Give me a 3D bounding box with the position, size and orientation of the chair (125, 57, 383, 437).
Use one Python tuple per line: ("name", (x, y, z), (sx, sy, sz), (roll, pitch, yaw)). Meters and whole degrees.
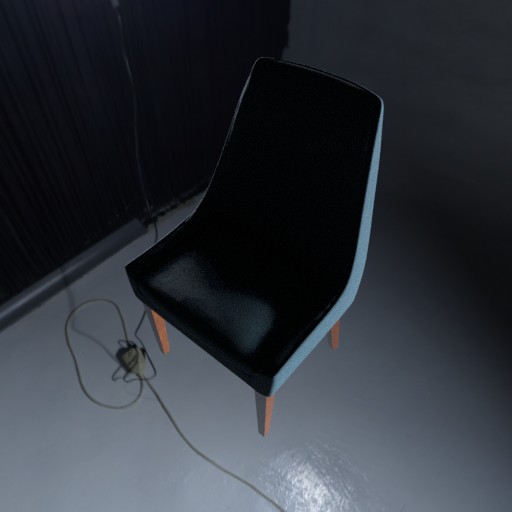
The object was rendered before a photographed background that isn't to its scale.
("chair", (0.000, 0.000, 1.224), (0.529, 0.861, 0.544), (31, 54, 26))
